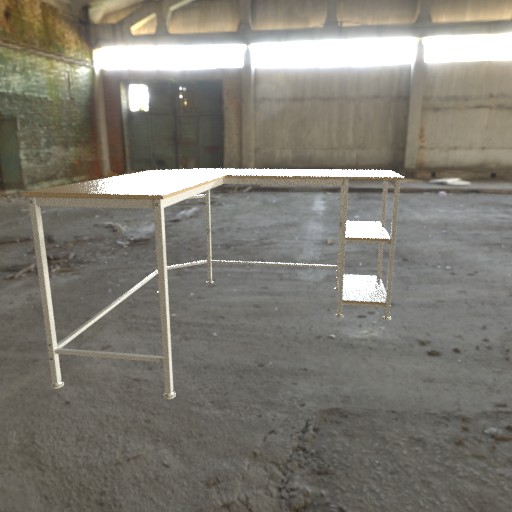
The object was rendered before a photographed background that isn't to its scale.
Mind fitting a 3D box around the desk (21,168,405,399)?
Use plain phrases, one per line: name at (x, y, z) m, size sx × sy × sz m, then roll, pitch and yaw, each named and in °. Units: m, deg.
desk at (0.000, 0.000, 2.137) m, size 1.379 × 0.739 × 1.379 m, roll 2°, pitch 15°, yaw 9°
